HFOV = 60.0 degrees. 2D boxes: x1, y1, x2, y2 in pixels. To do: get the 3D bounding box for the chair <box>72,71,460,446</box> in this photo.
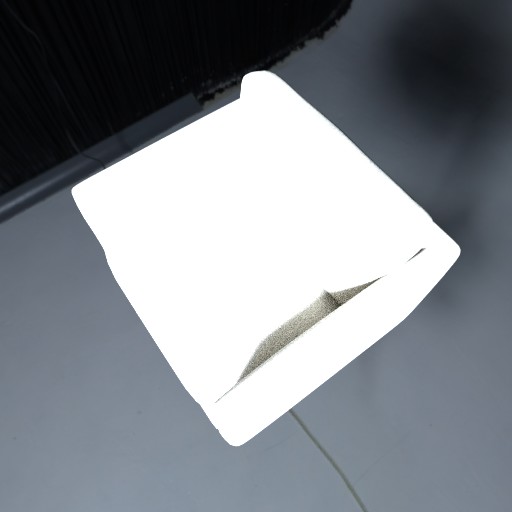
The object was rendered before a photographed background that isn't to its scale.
[{"bbox_3d":[0.000,0.000,1.693,0.959,0.919,0.996,-33,67,-16],"label":"chair"}]
